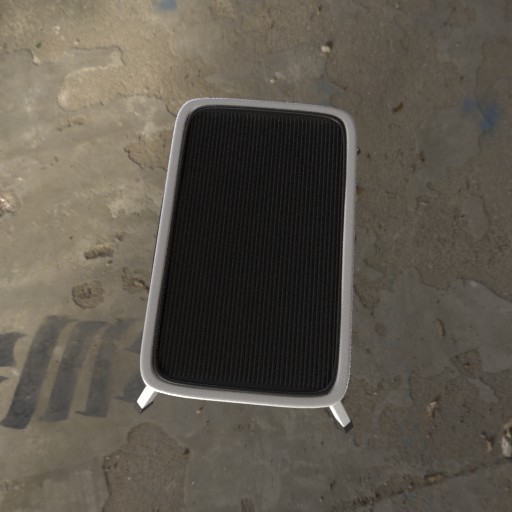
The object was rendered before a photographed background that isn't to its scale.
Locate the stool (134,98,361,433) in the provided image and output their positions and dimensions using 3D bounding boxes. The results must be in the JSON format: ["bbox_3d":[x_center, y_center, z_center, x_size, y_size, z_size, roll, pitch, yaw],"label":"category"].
[{"bbox_3d":[0.000,0.000,0.619,0.320,0.170,0.460,5,75,1],"label":"stool"}]
